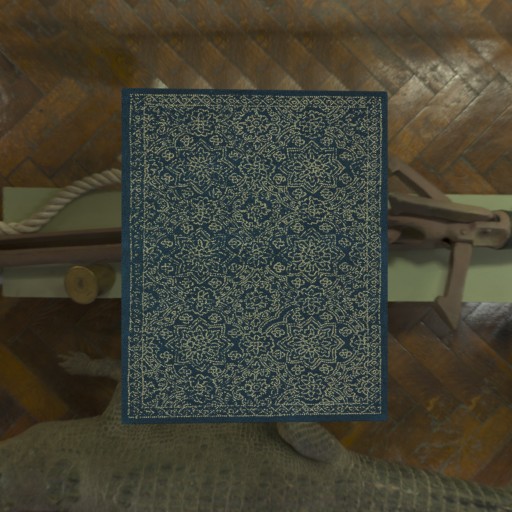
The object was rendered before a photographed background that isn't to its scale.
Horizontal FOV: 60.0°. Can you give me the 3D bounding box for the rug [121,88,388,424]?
[{"bbox_3d":[0.000,0.000,4.057,2.438,0.010,3.048,0,90,-2],"label":"rug"}]
